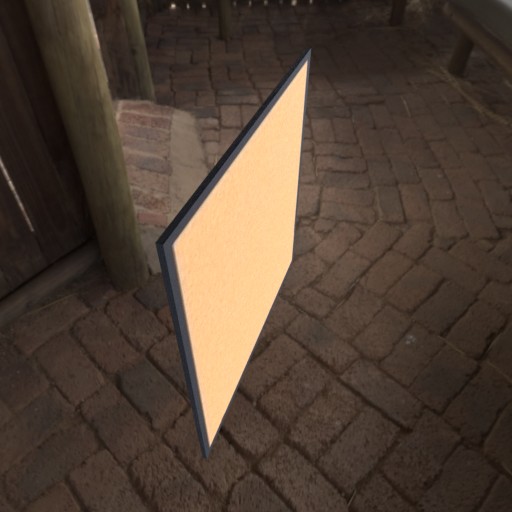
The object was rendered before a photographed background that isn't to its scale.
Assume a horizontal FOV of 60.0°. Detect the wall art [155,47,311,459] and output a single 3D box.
[{"bbox_3d":[0.000,0.000,1.219,0.013,0.823,0.823,15,47,14],"label":"wall art"}]
